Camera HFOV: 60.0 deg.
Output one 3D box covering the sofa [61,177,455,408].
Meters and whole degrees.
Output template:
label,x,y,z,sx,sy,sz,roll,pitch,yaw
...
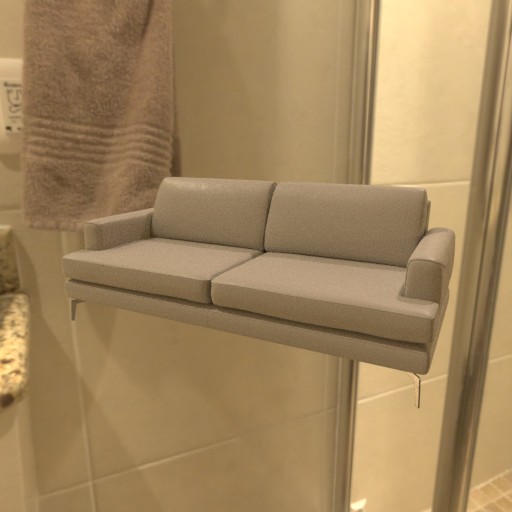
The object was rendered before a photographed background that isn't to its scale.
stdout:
label,x,y,z,sx,sy,sz,roll,pitch,yaw
sofa,0.000,0.000,2.409,1.940,0.765,0.974,7,16,26
